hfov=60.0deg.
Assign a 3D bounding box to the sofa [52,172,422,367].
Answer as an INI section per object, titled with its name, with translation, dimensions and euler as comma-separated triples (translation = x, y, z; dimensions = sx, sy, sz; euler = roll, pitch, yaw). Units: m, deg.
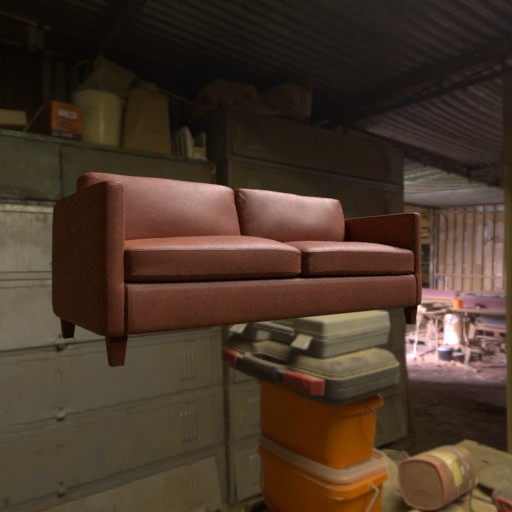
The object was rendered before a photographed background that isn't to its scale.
[sofa]
translation = 0.000, 0.000, 2.779
dimensions = 2.204, 0.932, 0.950
euler = 0, -1, -36
